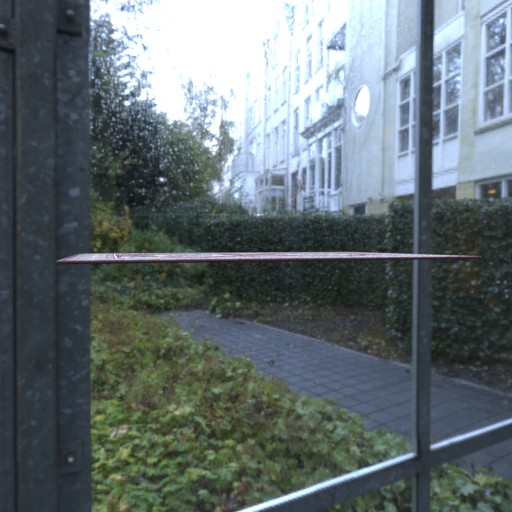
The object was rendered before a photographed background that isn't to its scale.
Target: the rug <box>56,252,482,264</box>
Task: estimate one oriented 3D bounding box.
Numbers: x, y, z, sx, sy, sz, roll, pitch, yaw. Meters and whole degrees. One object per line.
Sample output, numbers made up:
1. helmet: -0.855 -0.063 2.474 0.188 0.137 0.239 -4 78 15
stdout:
1. rug: 0.000 0.000 5.923 4.578 0.033 3.033 -1 2 -18
